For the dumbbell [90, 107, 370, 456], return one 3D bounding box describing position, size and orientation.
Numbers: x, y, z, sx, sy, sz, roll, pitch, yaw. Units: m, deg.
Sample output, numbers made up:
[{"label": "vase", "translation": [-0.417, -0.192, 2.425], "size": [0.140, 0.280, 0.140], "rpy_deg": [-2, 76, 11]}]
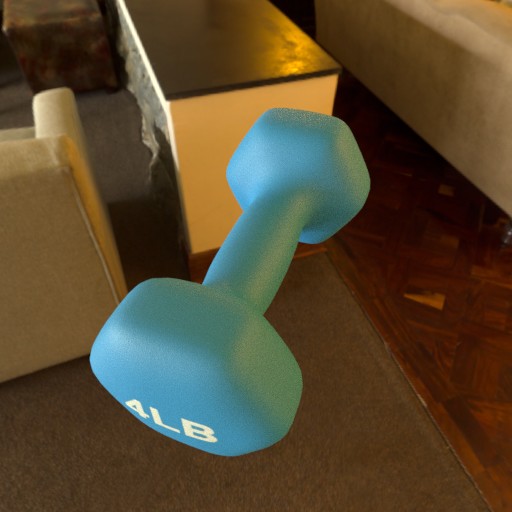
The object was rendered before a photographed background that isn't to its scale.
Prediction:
[{"label": "dumbbell", "translation": [0.000, 0.000, 0.187], "size": [0.074, 0.066, 0.152], "rpy_deg": [16, 48, 15]}]
